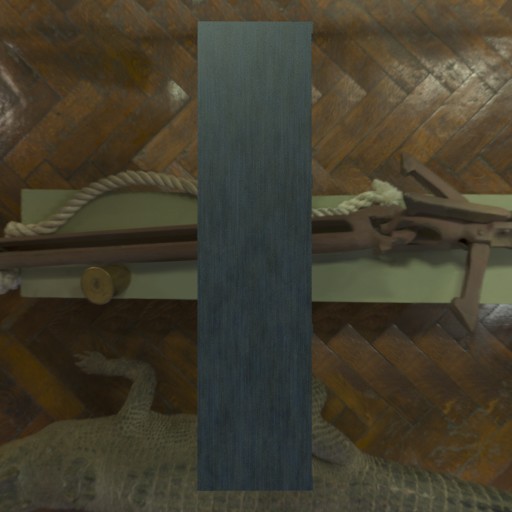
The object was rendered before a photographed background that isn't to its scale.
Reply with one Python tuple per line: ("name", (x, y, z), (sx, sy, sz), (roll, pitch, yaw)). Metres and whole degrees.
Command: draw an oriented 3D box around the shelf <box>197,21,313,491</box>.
("shelf", (0.000, 0.000, 2.132), (0.471, 0.715, 1.878), (0, 90, 0))
